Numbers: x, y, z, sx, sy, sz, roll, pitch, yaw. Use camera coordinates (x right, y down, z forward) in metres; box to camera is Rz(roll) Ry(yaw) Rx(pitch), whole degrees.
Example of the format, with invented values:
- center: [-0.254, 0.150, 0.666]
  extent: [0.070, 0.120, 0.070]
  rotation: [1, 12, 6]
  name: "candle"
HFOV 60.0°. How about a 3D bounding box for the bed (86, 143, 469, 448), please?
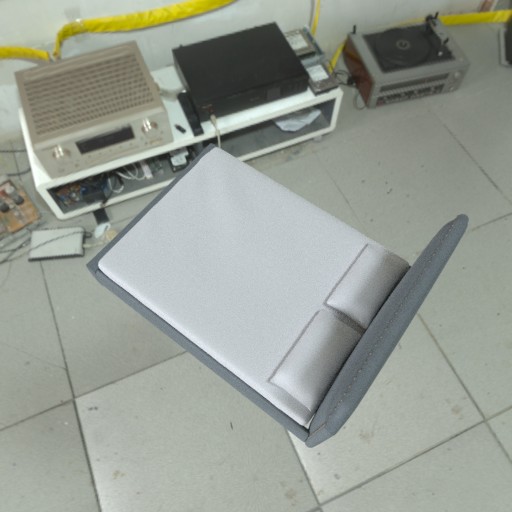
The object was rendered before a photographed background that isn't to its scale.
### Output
- center: [0.000, 0.000, 3.501]
  extent: [2.372, 1.443, 1.712]
  rotation: [34, 68, 16]
  name: "bed"
